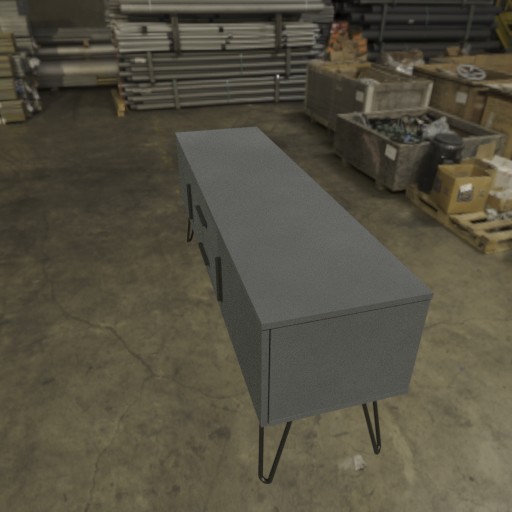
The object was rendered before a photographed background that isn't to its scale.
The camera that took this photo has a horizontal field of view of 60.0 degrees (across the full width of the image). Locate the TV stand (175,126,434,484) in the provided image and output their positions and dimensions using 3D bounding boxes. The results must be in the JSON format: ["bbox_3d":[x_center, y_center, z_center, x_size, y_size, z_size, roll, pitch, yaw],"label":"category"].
[{"bbox_3d":[0.000,0.000,1.627,0.400,0.560,1.400,-8,32,-13],"label":"TV stand"}]
